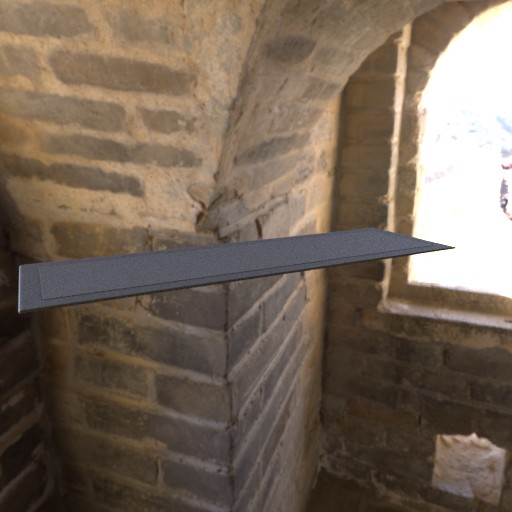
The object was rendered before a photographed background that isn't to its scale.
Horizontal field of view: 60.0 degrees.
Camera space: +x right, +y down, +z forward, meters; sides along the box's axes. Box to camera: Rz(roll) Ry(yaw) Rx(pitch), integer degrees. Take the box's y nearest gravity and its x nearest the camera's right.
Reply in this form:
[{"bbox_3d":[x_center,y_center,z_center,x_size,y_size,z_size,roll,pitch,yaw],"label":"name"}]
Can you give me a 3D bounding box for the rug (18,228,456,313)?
[{"bbox_3d":[0.000,0.000,2.560,2.430,0.012,0.759,-7,16,-26],"label":"rug"}]
